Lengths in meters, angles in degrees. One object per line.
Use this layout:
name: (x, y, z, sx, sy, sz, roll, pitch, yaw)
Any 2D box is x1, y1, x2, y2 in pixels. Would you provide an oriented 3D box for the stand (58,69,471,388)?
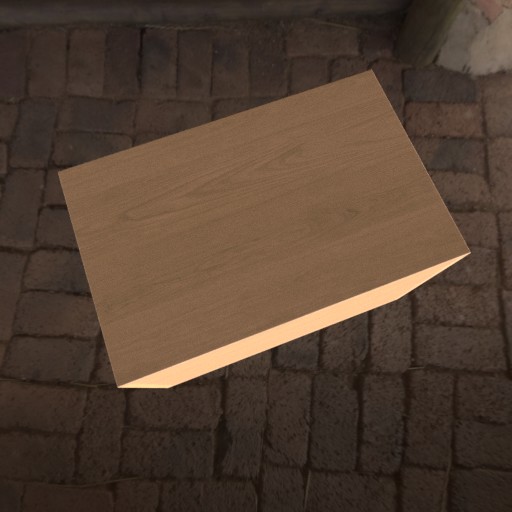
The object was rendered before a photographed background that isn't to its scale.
stand: (0.000, 0.000, 1.017, 0.630, 0.600, 0.400, -20, 74, -6)
